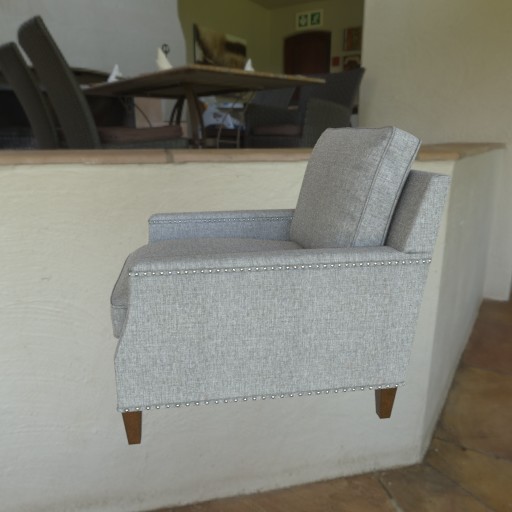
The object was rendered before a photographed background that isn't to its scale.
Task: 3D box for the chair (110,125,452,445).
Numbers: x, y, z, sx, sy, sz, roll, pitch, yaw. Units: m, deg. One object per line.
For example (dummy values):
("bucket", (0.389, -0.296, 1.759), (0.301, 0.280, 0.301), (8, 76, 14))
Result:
("chair", (0.000, 0.000, 1.679), (1.014, 0.943, 0.853), (-2, 15, -9))
